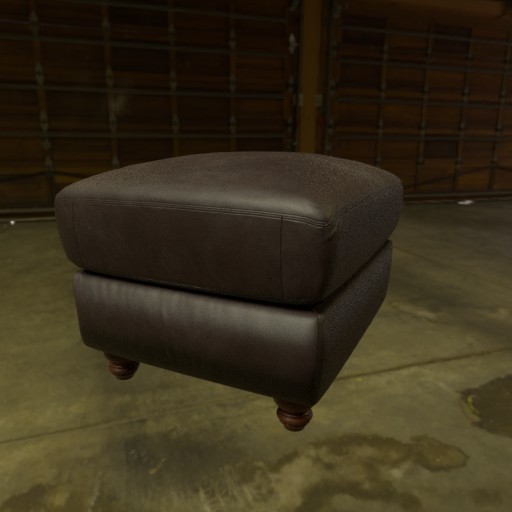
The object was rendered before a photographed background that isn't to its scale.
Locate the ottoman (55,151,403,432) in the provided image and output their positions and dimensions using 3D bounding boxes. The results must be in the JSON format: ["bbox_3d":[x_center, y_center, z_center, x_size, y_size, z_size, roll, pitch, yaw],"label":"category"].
[{"bbox_3d":[0.000,0.000,1.246,0.670,0.569,0.806,7,16,26],"label":"ottoman"}]
